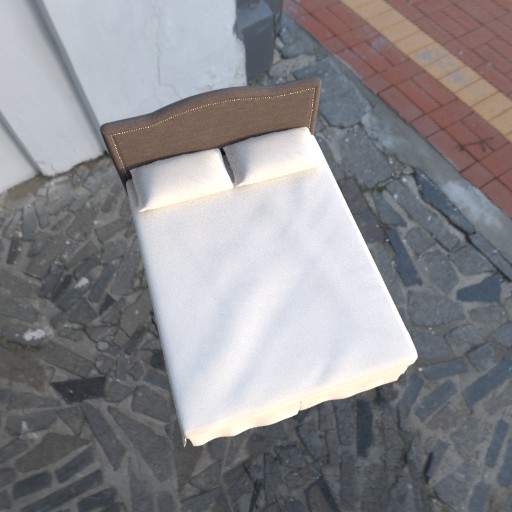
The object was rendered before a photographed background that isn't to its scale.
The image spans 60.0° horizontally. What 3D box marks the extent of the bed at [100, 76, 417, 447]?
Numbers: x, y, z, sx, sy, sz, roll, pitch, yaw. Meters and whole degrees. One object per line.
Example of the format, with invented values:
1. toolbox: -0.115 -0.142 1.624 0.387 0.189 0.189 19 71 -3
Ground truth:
1. bed: 0.000 0.000 4.008 2.161 1.457 2.689 -16 65 -8
